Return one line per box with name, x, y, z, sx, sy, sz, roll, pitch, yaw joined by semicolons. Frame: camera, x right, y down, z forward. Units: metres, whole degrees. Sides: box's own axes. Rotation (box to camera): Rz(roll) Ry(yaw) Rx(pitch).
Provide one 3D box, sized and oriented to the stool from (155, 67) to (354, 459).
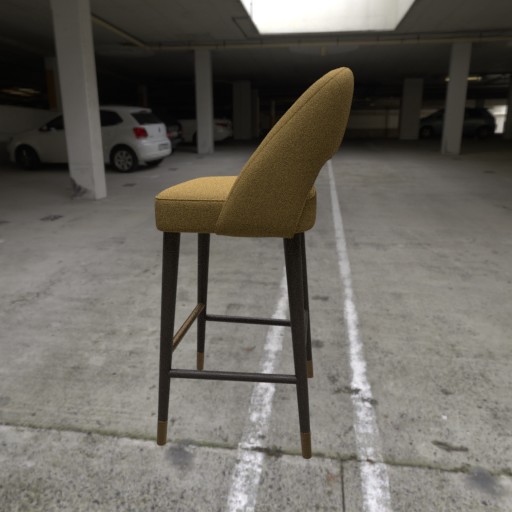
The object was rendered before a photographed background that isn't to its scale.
stool;0.000;0.000;1.336;0.522;1.032;0.536;2;15;7
